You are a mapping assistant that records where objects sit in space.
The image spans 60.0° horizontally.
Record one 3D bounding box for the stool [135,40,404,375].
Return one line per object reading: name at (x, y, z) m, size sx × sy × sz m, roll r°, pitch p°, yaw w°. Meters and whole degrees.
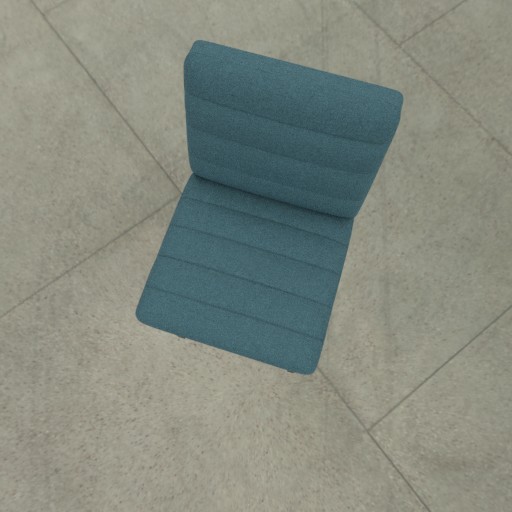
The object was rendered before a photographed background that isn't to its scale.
stool at (0.000, 0.000, 1.251) m, size 0.460 × 0.940 × 0.560 m, roll 17°, pitch 74°, yaw 5°
